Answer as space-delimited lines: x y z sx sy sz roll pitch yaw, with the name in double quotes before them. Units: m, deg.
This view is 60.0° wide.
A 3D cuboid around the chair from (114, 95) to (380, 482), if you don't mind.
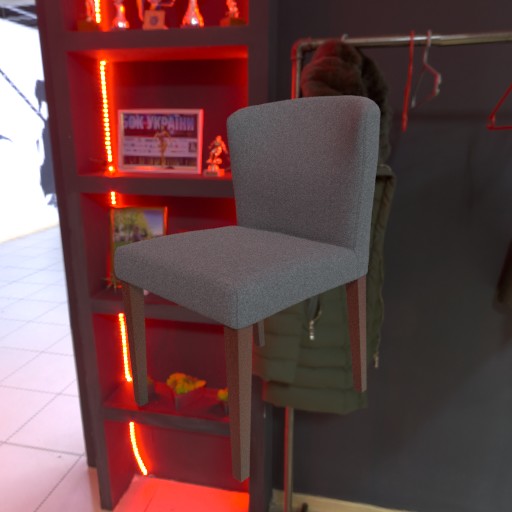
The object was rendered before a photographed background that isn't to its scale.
"chair" 0.000 0.000 1.190 0.491 0.839 0.592 14 21 42
